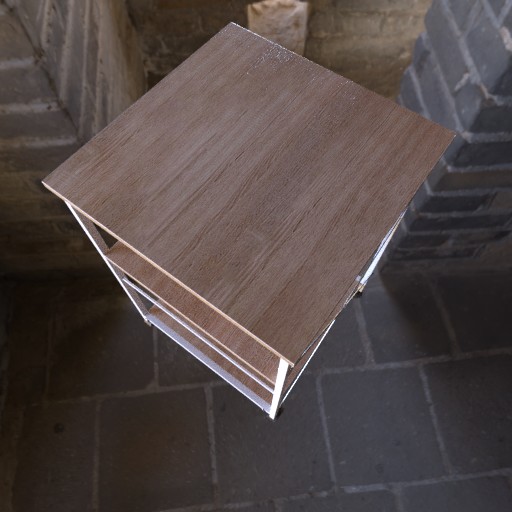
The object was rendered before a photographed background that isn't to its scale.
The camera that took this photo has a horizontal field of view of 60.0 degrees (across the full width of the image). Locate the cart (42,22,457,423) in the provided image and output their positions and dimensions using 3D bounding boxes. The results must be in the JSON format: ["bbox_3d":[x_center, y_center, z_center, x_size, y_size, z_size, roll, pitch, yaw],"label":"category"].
[{"bbox_3d":[0.000,0.000,1.115,0.520,0.762,0.521,34,68,16],"label":"cart"}]
